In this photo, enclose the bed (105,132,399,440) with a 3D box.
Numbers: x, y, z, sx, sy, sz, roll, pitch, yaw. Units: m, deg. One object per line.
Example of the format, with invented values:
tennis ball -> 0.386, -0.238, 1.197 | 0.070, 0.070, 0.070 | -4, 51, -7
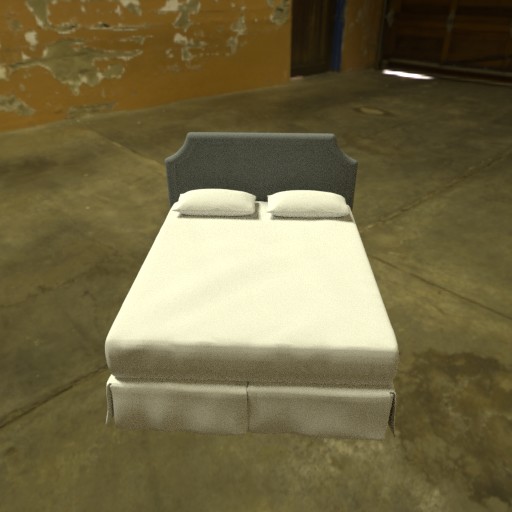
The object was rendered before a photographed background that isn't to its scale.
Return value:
bed -> 0.000, 0.000, 3.378 | 1.811, 1.296, 2.259 | 1, 30, 2
